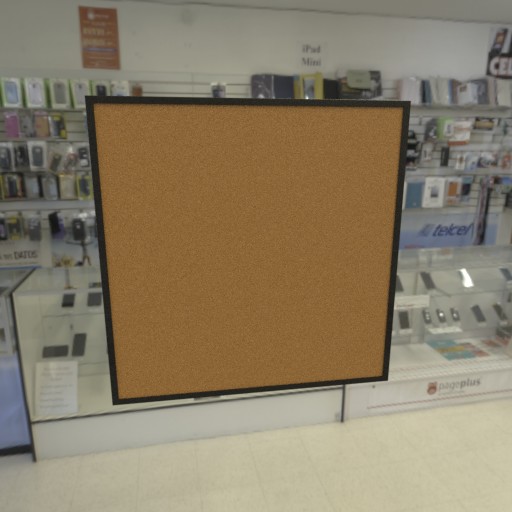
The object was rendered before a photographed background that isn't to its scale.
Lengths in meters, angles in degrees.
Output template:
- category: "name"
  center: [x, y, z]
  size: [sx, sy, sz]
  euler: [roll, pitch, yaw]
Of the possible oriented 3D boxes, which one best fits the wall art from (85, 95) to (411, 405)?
- category: "wall art"
  center: [0.000, 0.000, 1.137]
  size: [0.763, 0.763, 0.039]
  euler: [-2, 15, -9]
